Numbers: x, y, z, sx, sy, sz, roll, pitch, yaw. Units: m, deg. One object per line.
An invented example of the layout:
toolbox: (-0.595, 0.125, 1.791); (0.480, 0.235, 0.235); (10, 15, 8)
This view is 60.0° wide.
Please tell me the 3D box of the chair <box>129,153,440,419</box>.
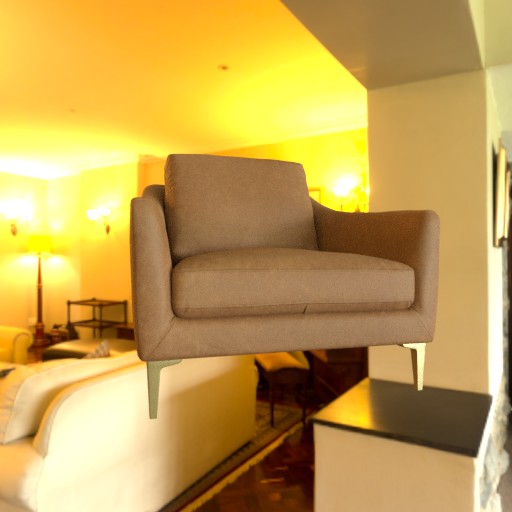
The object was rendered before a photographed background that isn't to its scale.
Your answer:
chair: (0.000, 0.000, 1.742); (0.988, 0.895, 0.963); (0, -1, -18)
